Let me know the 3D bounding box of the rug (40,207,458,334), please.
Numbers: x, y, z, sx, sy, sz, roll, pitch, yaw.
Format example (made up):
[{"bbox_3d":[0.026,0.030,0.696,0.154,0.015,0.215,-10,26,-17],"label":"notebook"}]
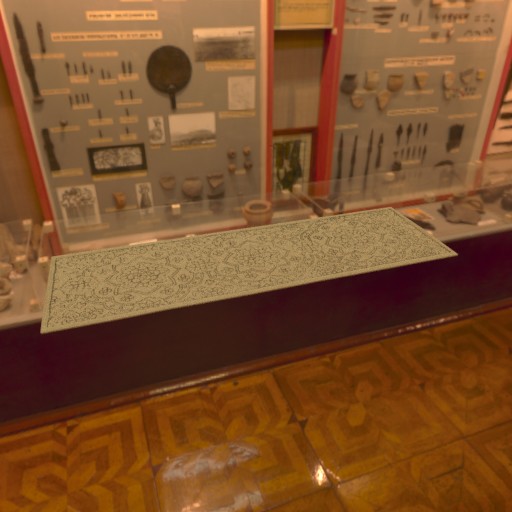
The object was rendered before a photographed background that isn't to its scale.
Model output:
[{"bbox_3d":[0.000,0.000,2.783,2.448,0.012,0.769,-9,32,-15],"label":"rug"}]
